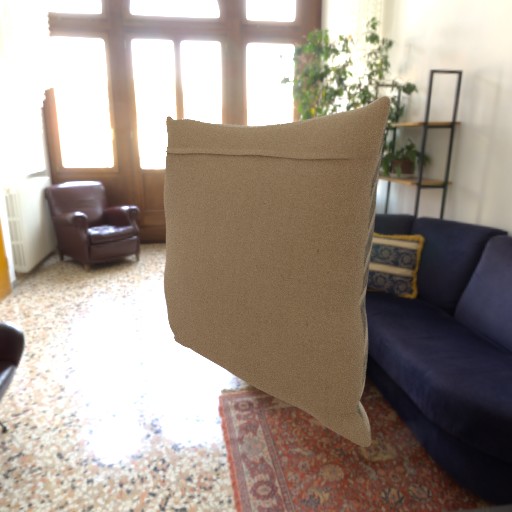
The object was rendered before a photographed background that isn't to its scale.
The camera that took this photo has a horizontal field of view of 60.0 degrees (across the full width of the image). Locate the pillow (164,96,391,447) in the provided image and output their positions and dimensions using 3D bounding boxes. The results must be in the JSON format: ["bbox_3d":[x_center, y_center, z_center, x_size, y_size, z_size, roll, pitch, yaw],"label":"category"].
[{"bbox_3d":[0.000,0.000,0.683,0.440,0.441,0.182,14,21,43],"label":"pillow"}]
